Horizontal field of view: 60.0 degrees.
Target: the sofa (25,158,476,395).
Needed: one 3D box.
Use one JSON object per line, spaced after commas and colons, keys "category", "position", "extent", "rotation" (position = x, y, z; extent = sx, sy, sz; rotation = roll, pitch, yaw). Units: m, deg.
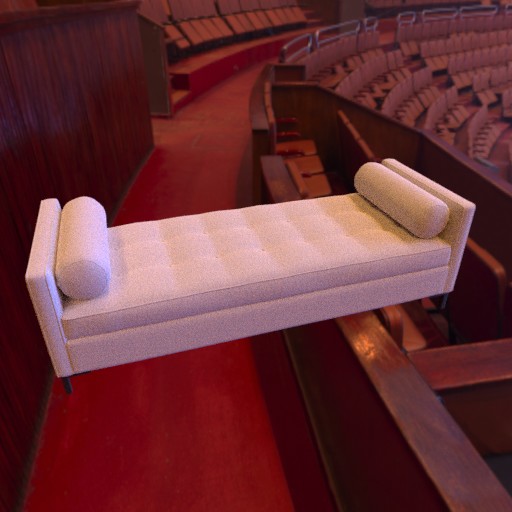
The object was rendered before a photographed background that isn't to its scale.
{"category": "sofa", "position": [0.000, 0.000, 2.286], "extent": [1.985, 0.641, 0.746], "rotation": [-10, 33, -15]}
